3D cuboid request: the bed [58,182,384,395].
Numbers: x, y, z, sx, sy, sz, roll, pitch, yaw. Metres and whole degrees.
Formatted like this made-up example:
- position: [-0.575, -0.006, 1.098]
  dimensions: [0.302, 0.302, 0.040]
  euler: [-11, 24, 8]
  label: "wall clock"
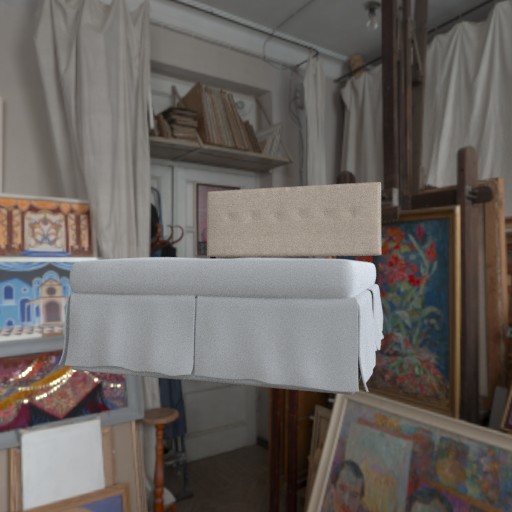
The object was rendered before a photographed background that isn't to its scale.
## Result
- position: [0.000, 0.000, 3.049]
  dimensions: [1.643, 1.270, 1.978]
  euler: [0, -1, 18]
  label: "bed"
